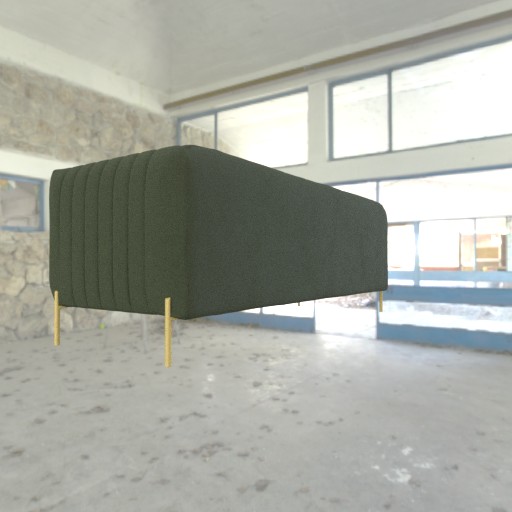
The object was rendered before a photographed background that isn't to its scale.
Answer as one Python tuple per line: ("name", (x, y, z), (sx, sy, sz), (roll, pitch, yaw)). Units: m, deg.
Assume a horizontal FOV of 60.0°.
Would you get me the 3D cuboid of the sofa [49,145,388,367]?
("sofa", (0.000, 0.000, 2.596), (0.896, 0.793, 2.137), (-1, -1, 35))
